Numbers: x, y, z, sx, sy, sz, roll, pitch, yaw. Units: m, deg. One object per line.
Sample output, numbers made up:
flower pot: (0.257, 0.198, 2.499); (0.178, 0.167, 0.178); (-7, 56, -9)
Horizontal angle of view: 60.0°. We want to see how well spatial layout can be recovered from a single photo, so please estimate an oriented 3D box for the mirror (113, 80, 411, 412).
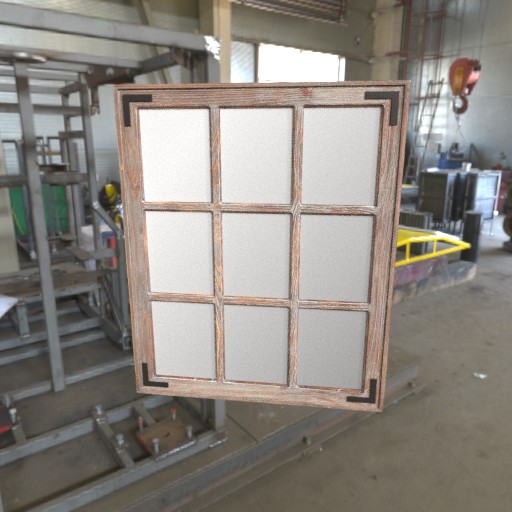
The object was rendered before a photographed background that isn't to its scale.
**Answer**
mirror: (0.000, 0.000, 1.206); (0.730, 0.882, 0.032); (2, 15, 8)
